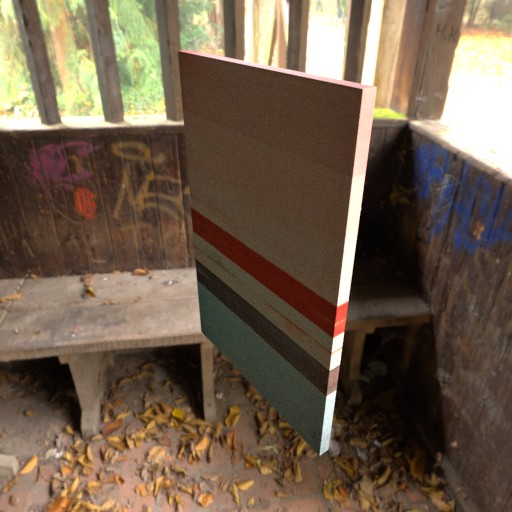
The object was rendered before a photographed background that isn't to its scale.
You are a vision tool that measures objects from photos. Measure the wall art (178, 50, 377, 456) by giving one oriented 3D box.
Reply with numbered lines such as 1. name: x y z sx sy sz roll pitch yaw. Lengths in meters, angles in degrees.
1. wall art: 0.000 0.000 1.144 0.038 0.914 0.610 -21 37 -31
